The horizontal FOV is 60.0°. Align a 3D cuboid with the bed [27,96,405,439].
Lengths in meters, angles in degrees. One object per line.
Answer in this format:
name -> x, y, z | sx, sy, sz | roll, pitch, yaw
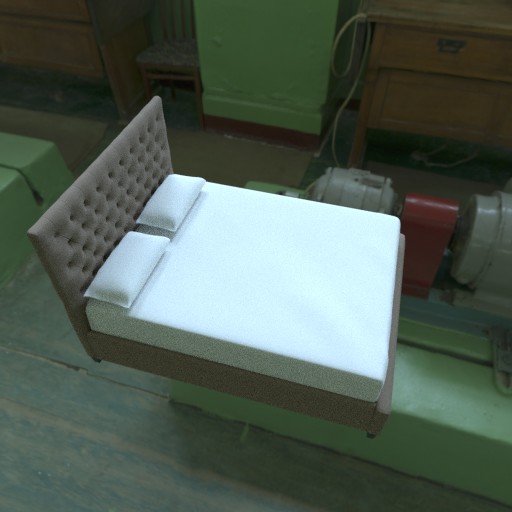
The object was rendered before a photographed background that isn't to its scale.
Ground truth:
bed -> 0.000, 0.000, 3.318 | 2.233, 1.426, 1.696 | 12, 48, 11
